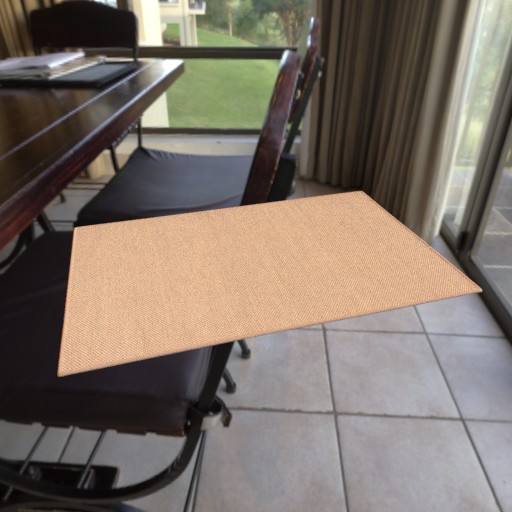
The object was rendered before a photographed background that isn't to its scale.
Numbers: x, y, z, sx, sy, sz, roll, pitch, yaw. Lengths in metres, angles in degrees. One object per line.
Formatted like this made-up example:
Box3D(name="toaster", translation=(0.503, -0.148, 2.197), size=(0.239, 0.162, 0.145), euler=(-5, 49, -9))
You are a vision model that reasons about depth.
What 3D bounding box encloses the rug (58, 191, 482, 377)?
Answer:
Box3D(name="rug", translation=(0.000, 0.000, 2.091), size=(1.676, 0.013, 1.067), euler=(-9, 33, -14))
